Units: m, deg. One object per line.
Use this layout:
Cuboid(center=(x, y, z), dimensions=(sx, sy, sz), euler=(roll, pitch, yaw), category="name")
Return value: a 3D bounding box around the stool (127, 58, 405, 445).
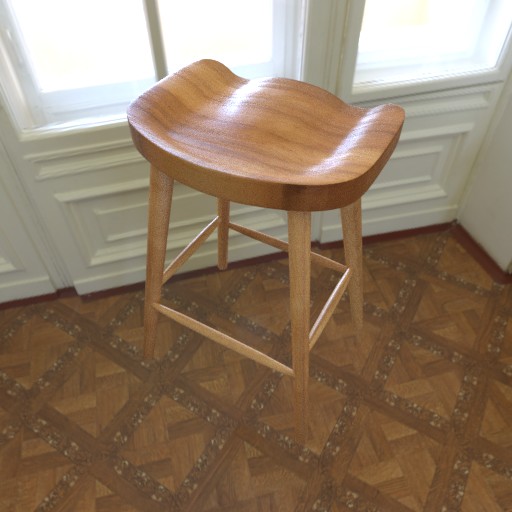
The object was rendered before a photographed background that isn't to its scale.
Cuboid(center=(0.000, 0.000, 0.891), dimensions=(0.440, 0.615, 0.361), euler=(22, 50, 20), category="stool")
